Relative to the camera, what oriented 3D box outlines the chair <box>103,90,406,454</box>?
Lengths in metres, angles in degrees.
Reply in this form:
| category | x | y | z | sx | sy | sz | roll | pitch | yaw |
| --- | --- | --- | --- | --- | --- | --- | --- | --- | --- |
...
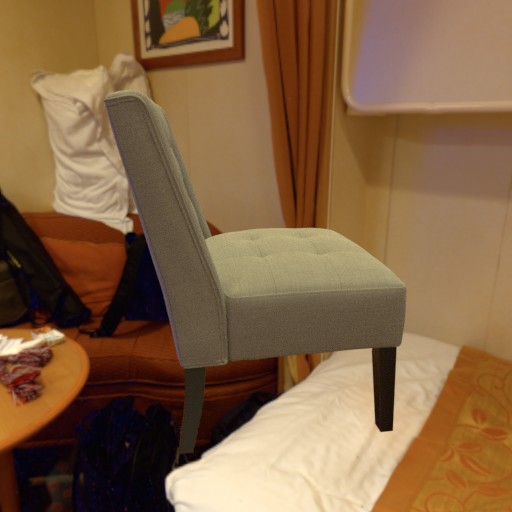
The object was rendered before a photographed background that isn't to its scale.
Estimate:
| category | x | y | z | sx | sy | sz | roll | pitch | yaw |
| --- | --- | --- | --- | --- | --- | --- | --- | --- | --- |
| chair | 0.000 | 0.000 | 1.263 | 0.676 | 0.853 | 0.569 | -2 | 16 | -8 |
